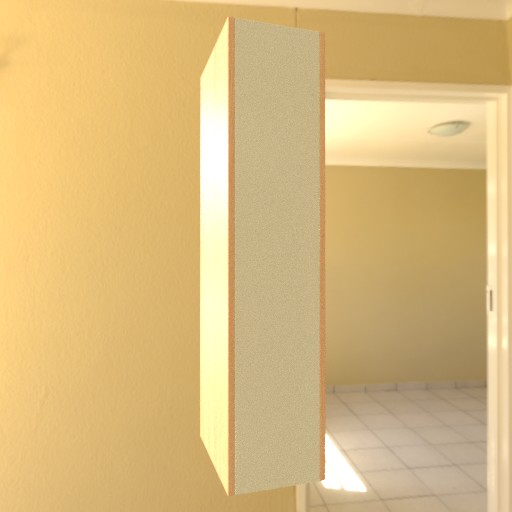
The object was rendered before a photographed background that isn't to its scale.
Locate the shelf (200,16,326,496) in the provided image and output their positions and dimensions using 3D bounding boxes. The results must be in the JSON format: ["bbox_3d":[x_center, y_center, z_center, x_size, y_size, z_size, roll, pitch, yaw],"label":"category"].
[{"bbox_3d":[0.000,0.000,0.981,0.197,0.882,0.290,0,0,-17],"label":"shelf"}]
